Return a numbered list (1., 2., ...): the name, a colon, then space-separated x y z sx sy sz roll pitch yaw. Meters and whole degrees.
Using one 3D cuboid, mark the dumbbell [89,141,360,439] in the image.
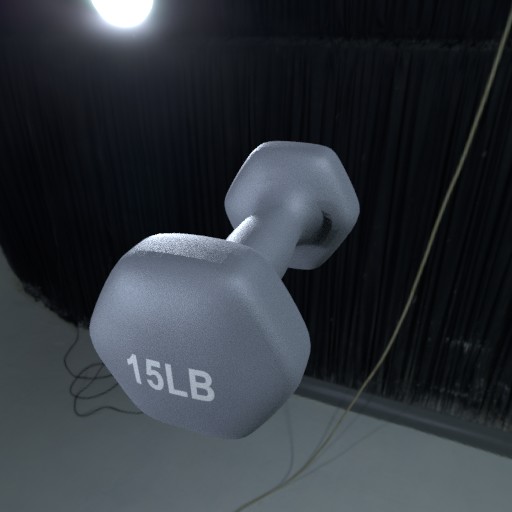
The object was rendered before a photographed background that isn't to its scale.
1. dumbbell: 0.000 0.000 0.303 0.116 0.105 0.240 10 31 17
